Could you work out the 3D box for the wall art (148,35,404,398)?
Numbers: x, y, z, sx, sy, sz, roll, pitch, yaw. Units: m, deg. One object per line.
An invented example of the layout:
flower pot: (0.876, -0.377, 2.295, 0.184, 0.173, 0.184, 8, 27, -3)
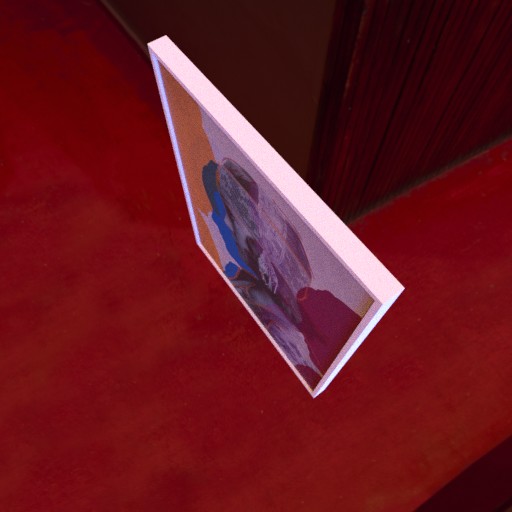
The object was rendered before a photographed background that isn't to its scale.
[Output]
wall art: (0.000, 0.000, 0.745, 0.030, 0.549, 0.443, -33, 68, -15)
